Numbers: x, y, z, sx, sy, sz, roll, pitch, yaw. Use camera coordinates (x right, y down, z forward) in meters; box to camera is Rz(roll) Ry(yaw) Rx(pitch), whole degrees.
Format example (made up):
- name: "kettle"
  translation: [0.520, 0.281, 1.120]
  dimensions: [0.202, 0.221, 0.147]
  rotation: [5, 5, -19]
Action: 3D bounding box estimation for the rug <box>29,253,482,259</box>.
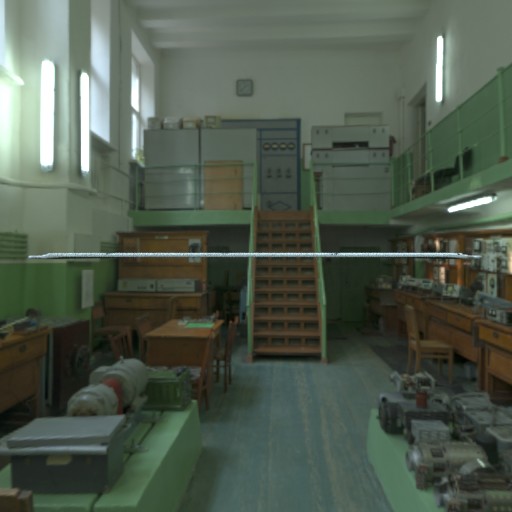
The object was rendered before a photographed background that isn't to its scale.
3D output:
- name: "rug"
  translation: [0.000, 0.000, 2.948]
  dimensions: [2.307, 0.031, 1.494]
  rotation: [0, 0, 1]
